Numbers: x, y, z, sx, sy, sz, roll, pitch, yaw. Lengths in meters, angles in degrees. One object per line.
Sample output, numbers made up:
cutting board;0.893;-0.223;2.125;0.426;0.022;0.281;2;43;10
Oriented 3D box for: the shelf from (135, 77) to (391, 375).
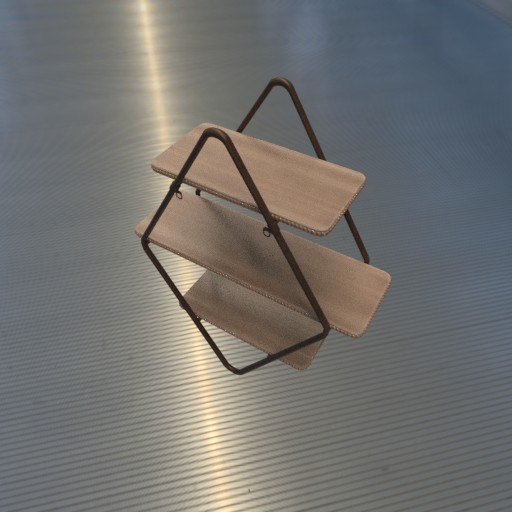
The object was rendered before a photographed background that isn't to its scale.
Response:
shelf;0.000;0.000;1.055;0.609;0.774;0.234;24;51;21
